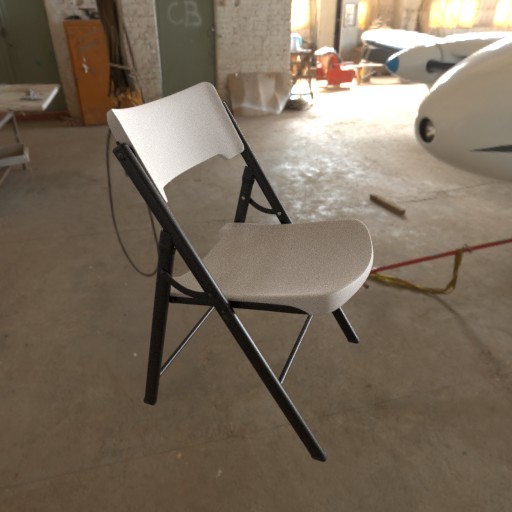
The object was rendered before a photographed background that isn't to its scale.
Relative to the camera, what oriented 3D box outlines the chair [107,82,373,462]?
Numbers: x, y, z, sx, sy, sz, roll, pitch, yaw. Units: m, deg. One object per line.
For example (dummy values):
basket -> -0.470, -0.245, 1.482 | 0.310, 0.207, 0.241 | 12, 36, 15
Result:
chair -> 0.000, 0.000, 1.135 | 0.577, 0.765, 0.482 | 11, 31, 18
